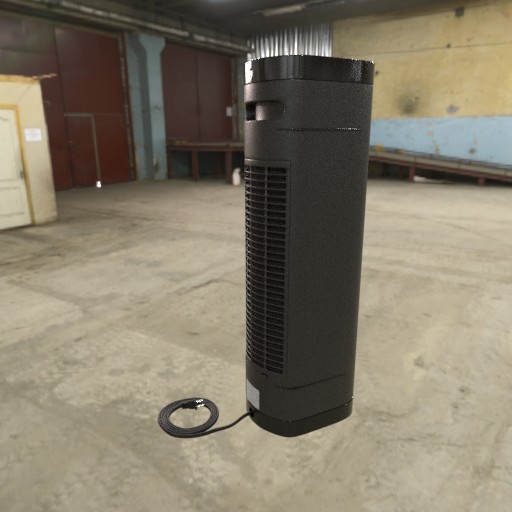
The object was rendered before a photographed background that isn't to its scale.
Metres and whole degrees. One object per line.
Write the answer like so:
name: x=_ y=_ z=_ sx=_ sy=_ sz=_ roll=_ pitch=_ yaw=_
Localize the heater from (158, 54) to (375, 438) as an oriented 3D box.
heater: x=0.000 y=0.000 z=0.680 sx=0.312 sy=0.552 sz=0.174 roll=-8 pitch=17 yaw=-27
